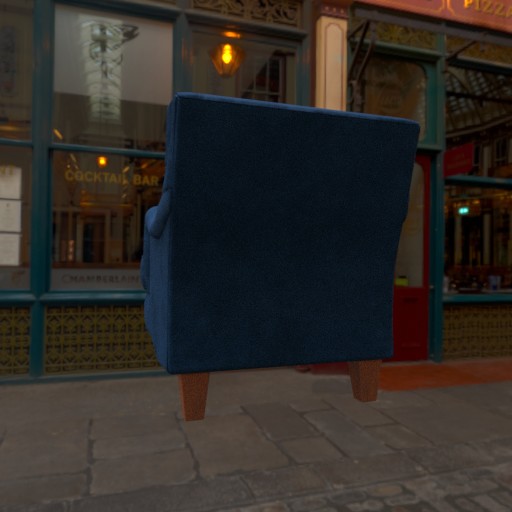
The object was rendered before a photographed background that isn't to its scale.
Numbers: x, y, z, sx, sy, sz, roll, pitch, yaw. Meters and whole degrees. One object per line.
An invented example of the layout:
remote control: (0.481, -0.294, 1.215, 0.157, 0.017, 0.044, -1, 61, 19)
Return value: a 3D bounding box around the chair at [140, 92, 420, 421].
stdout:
chair: (0.000, 0.000, 1.867, 0.895, 1.076, 1.078, 0, -2, -18)
